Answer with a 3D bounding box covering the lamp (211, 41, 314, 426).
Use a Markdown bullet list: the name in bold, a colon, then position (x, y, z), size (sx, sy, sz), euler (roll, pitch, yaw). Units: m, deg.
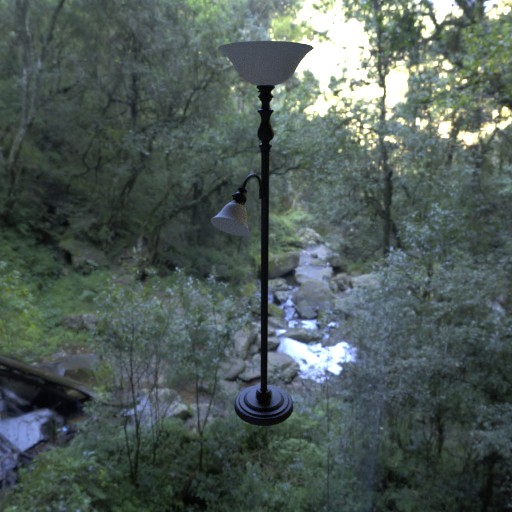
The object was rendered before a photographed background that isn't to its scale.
- **lamp**: position (0.000, 0.000, 2.071), size (0.405, 1.793, 0.588), euler (9, 20, 26)
